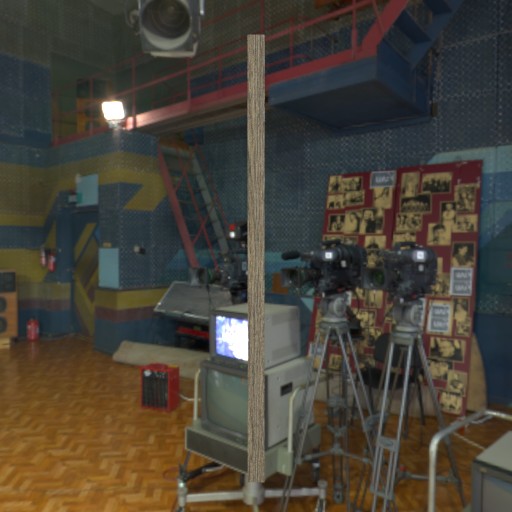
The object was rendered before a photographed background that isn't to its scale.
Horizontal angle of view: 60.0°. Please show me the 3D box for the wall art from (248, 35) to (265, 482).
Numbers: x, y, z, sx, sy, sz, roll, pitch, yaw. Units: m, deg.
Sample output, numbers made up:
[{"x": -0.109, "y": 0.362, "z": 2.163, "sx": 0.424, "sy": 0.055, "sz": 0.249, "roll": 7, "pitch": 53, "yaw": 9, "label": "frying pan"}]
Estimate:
[{"x": 0.000, "y": 0.000, "z": 0.756, "sx": 0.019, "sy": 0.508, "sz": 0.508, "roll": 0, "pitch": 1, "yaw": 0, "label": "wall art"}]
